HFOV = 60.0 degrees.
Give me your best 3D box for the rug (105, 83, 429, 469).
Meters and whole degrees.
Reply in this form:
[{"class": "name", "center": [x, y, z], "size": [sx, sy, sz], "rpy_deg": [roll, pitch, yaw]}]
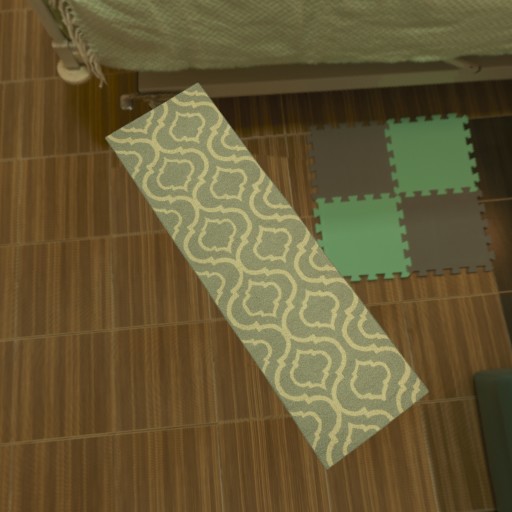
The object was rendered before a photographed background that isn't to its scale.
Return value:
[{"class": "rug", "center": [0.000, 0.000, 2.534], "size": [0.684, 0.009, 2.275], "rpy_deg": [-34, 79, -8]}]
